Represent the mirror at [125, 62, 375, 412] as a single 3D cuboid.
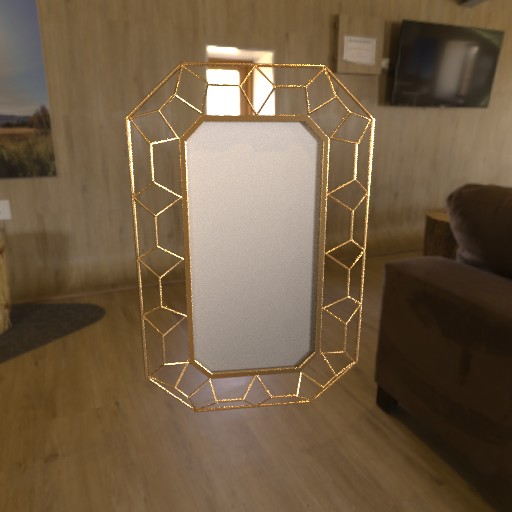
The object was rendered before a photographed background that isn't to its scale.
[{"bbox_3d":[0.000,0.000,1.074,0.572,0.870,0.051,-2,16,-8],"label":"mirror"}]
